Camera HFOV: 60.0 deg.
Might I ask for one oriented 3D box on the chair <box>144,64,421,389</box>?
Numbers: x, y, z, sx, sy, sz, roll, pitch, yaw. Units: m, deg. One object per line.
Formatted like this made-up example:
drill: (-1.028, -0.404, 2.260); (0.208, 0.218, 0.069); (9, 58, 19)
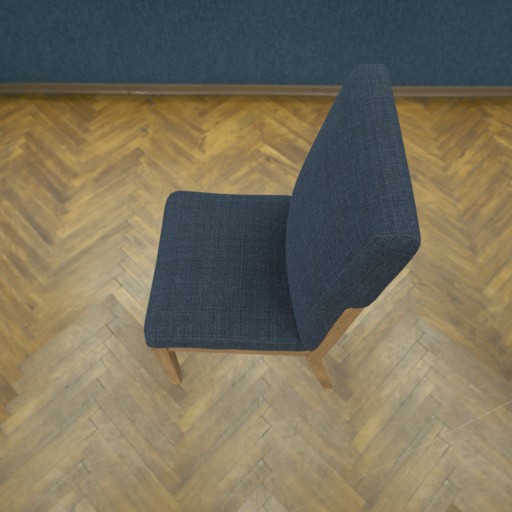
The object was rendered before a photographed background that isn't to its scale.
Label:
chair: (0.000, 0.000, 1.240); (0.586, 0.911, 0.507); (1, 58, 1)
